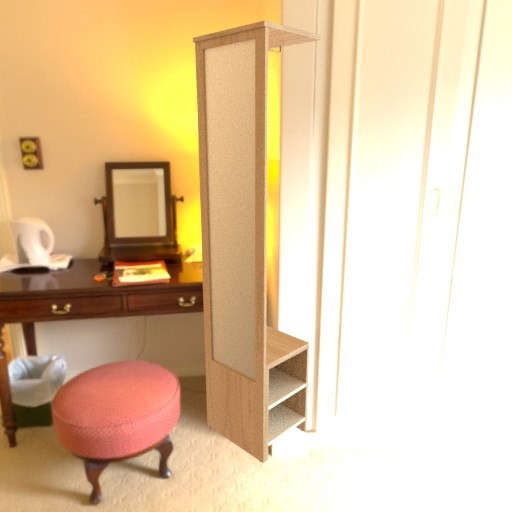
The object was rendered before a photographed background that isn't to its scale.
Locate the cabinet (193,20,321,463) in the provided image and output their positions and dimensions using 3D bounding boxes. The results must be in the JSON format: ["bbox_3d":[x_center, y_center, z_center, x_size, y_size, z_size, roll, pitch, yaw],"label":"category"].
[{"bbox_3d":[0.000,0.000,2.076,0.411,1.879,0.338,14,21,42],"label":"cabinet"}]
